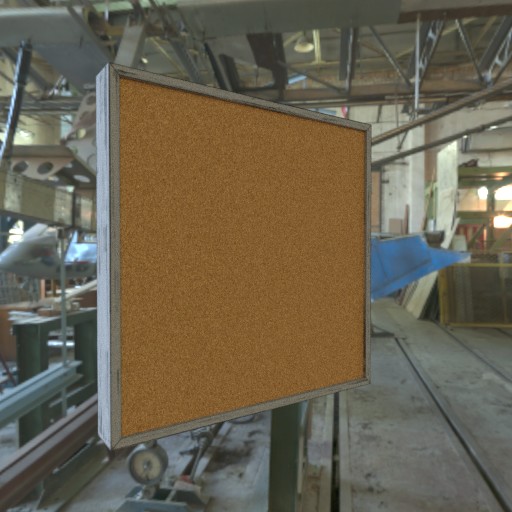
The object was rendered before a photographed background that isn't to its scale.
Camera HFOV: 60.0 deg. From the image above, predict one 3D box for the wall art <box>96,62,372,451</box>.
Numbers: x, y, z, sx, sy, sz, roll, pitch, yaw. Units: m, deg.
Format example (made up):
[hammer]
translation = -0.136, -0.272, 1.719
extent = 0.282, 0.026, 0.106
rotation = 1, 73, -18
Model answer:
[wall art]
translation = 0.000, 0.000, 0.447
extent = 0.303, 0.303, 0.036
rotation = -1, 1, -35
